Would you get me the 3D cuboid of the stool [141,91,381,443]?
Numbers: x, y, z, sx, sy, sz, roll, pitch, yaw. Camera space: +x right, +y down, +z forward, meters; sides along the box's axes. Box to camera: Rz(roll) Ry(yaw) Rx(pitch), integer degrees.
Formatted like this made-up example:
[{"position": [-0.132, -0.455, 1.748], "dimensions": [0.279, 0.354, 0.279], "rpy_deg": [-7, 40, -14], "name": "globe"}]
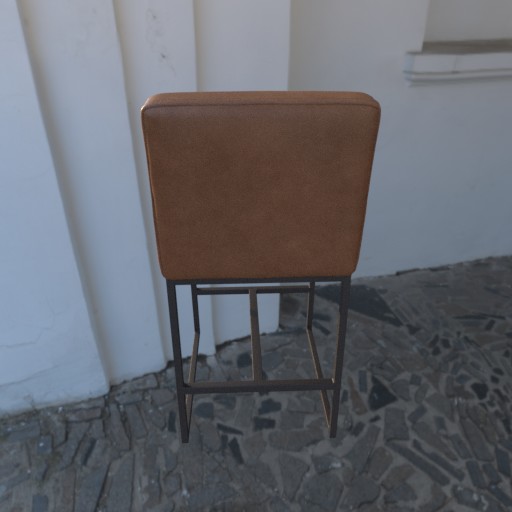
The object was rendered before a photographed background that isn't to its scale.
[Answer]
[{"position": [0.000, 0.000, 1.230], "dimensions": [0.458, 0.940, 0.556], "rpy_deg": [-1, 30, -2], "name": "stool"}]
